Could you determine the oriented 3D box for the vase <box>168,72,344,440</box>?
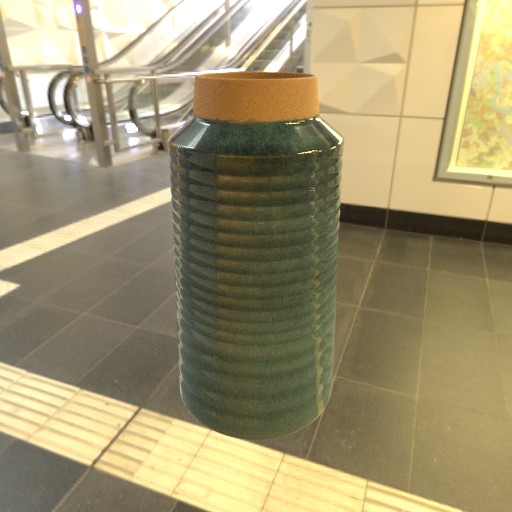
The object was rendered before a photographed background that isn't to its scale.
[{"bbox_3d":[0.000,0.000,0.417,0.163,0.316,0.163,0,25,0],"label":"vase"}]
